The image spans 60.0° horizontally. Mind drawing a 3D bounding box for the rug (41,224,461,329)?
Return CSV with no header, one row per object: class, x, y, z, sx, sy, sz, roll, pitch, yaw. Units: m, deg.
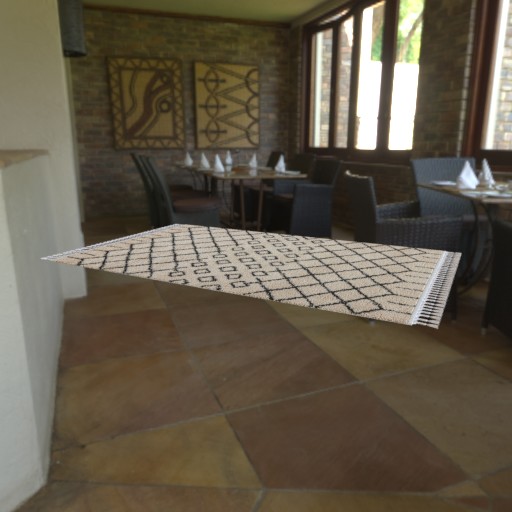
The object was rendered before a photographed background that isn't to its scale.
rug,0.000,0.000,2.451,2.006,0.008,1.196,7,16,27
